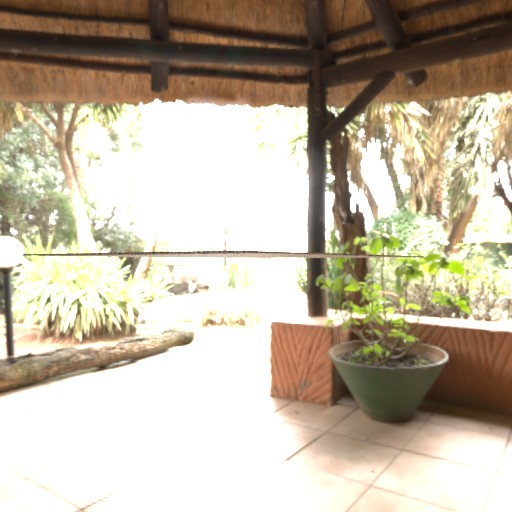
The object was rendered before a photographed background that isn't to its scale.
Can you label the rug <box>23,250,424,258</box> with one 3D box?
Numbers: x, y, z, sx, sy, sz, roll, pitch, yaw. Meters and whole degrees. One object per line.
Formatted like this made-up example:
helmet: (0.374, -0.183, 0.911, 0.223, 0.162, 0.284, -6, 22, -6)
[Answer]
rug: (0.000, 0.000, 2.330, 1.230, 0.008, 1.827, 0, -1, 36)
